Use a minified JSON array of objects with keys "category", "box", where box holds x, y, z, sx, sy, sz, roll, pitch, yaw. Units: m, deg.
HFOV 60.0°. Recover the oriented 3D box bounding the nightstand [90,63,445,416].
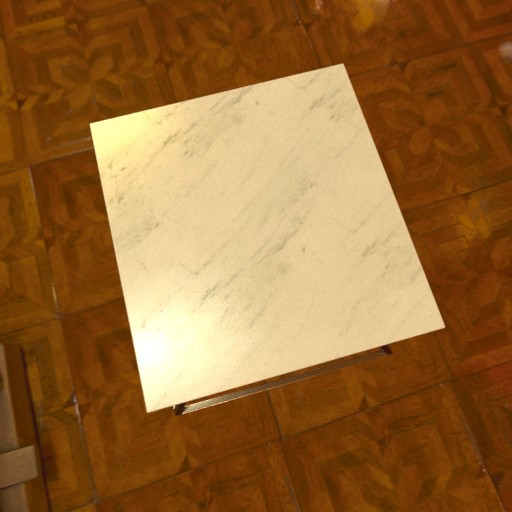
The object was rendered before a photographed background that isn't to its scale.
[{"category":"nightstand","box":[0.000,0.000,0.880,0.514,0.426,0.513,-15,75,-4]}]
